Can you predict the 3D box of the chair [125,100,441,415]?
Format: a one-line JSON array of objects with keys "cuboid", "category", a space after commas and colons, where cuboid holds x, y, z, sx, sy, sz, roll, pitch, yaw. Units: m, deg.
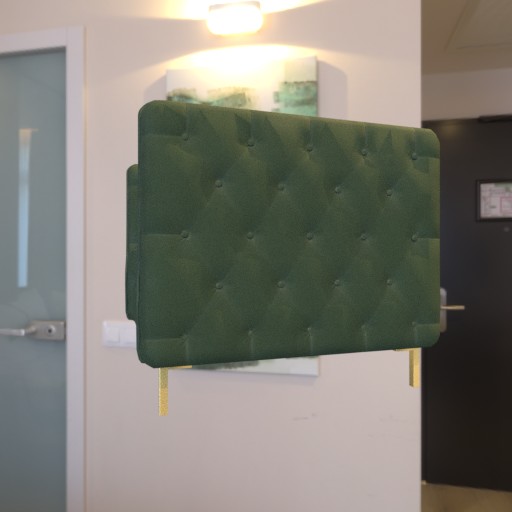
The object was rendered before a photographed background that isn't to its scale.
[{"cuboid": [0.000, 0.000, 1.551, 0.855, 0.768, 0.917, 0, 0, -18], "category": "chair"}]
